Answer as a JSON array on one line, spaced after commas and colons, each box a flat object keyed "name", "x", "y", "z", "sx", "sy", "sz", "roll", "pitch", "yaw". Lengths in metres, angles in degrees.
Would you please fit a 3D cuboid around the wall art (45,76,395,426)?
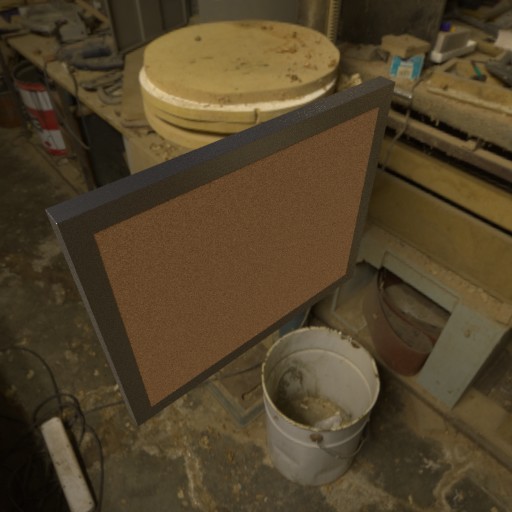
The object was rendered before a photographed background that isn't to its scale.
[{"name": "wall art", "x": 0.000, "y": 0.000, "z": 0.749, "sx": 0.557, "sy": 0.456, "sz": 0.032, "roll": -30, "pitch": 51, "yaw": -28}]
